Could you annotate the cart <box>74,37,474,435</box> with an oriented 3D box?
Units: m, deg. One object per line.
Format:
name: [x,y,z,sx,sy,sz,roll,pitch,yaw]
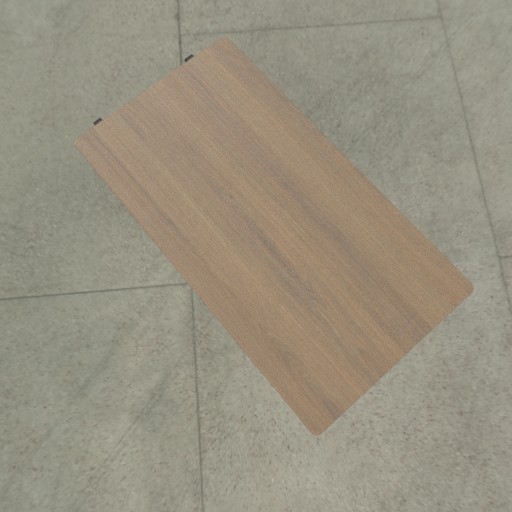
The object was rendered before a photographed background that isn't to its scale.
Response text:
cart: [0.000,0.000,1.431,0.457,0.927,0.899,-39,78,-10]
